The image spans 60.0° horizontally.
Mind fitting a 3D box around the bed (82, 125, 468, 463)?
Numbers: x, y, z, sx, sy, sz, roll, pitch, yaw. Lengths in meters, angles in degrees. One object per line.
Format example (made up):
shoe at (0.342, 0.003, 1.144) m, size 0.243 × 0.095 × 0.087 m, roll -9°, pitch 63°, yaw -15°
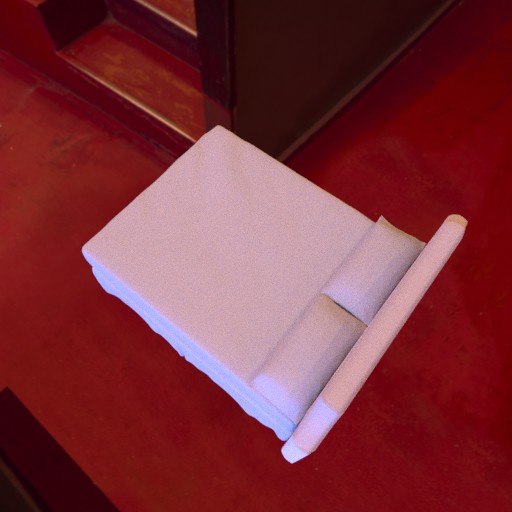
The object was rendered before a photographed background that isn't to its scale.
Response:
bed at (0.000, 0.000, 3.283) m, size 2.164 × 1.297 × 1.828 m, roll 36°, pitch 68°, yaw 16°
